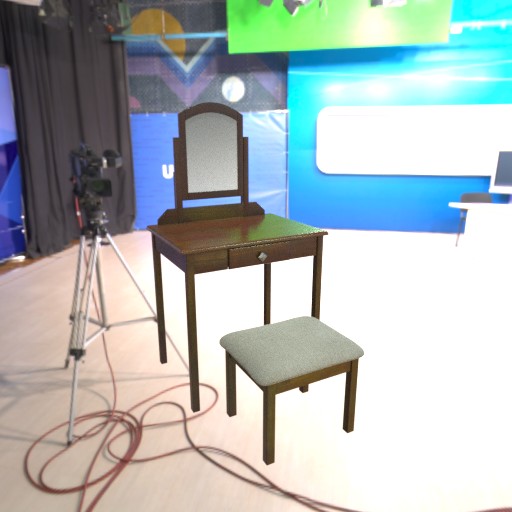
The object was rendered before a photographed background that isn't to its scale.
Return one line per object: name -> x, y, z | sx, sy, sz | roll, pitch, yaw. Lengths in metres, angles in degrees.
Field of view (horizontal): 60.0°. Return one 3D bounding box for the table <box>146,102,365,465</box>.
table -> 0.000, 0.000, 2.405 | 0.876, 1.631, 1.211 | -8, 18, -27
